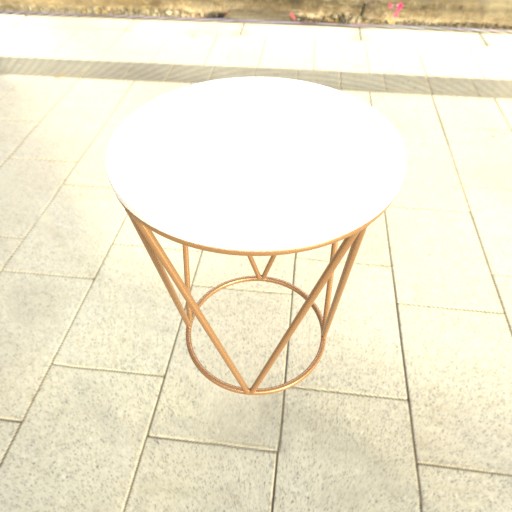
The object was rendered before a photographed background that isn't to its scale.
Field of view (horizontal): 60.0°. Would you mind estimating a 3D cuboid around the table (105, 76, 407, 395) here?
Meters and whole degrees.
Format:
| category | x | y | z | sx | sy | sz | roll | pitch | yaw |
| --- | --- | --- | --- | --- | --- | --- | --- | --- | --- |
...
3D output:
| category | x | y | z | sx | sy | sz | roll | pitch | yaw |
| --- | --- | --- | --- | --- | --- | --- | --- | --- | --- |
| table | 0.000 | 0.000 | 0.956 | 0.500 | 0.564 | 0.500 | 0 | 46 | 0 |
